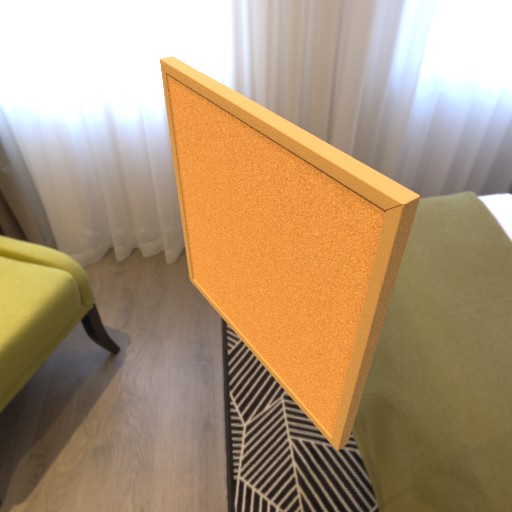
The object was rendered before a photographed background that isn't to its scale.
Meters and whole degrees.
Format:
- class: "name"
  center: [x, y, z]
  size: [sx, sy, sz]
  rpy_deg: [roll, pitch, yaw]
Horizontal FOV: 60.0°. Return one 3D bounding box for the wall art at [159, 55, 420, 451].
- class: "wall art"
  center: [0.000, 0.000, 1.112]
  size: [0.037, 0.761, 0.761]
  rpy_deg: [-25, 48, -26]
